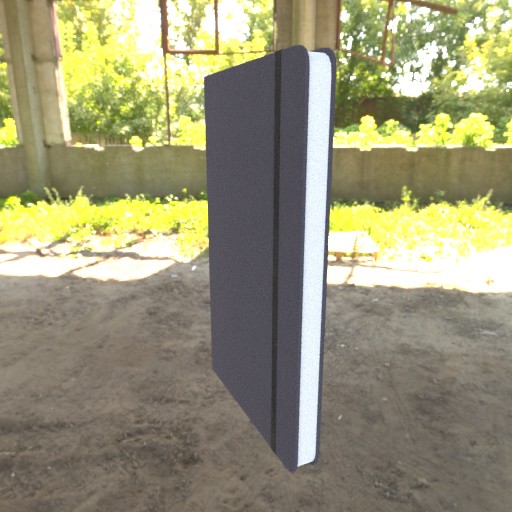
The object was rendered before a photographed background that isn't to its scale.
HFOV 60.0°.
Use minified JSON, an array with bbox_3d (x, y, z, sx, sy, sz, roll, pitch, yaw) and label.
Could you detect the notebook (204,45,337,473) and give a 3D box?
[{"bbox_3d":[0.000,0.000,0.264,0.016,0.213,0.127,-7,17,-24],"label":"notebook"}]
